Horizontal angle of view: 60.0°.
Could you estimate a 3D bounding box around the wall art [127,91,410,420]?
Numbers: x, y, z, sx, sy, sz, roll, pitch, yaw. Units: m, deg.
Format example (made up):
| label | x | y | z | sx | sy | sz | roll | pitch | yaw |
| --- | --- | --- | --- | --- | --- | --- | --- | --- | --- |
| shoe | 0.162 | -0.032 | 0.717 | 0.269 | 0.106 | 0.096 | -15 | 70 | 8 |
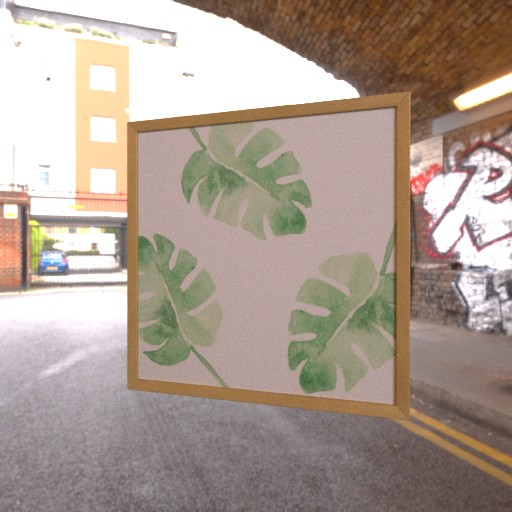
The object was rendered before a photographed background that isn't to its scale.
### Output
| label | x | y | z | sx | sy | sz | roll | pitch | yaw |
| --- | --- | --- | --- | --- | --- | --- | --- | --- | --- |
| wall art | 0.000 | 0.000 | 1.162 | 0.763 | 0.763 | 0.037 | 0 | 0 | 18 |
